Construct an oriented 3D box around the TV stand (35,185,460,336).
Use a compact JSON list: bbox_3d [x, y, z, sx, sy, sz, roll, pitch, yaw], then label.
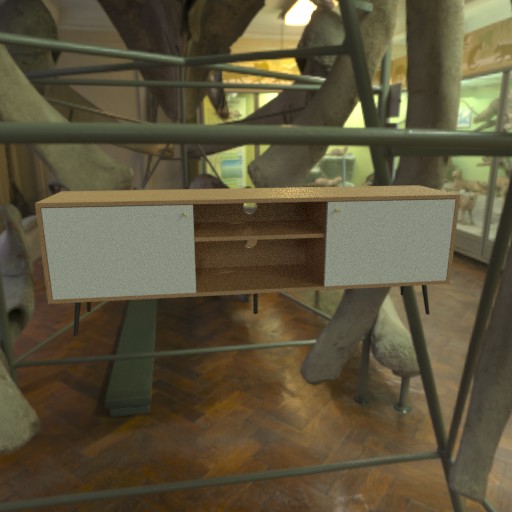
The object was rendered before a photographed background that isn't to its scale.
[{"bbox_3d":[0.000,0.000,2.058,1.760,0.580,0.400,-2,15,-8],"label":"TV stand"}]
